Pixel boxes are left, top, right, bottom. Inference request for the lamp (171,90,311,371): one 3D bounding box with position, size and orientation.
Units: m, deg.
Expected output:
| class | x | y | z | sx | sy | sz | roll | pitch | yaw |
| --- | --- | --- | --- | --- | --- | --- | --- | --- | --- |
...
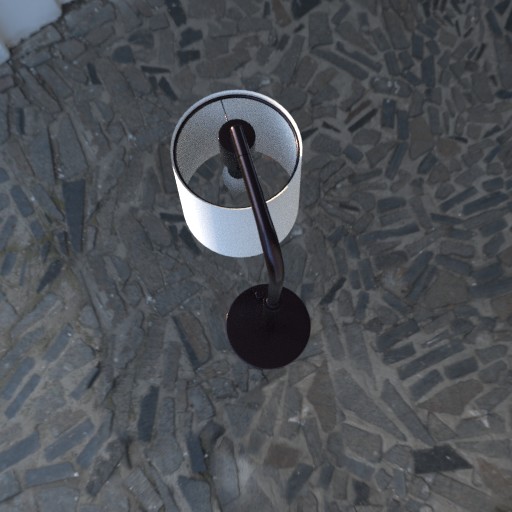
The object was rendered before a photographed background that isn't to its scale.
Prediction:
| class | x | y | z | sx | sy | sz | roll | pitch | yaw |
| --- | --- | --- | --- | --- | --- | --- | --- | --- | --- |
| lamp | 0.000 | 0.000 | 0.660 | 0.171 | 0.489 | 0.333 | -16 | 76 | -4 |
